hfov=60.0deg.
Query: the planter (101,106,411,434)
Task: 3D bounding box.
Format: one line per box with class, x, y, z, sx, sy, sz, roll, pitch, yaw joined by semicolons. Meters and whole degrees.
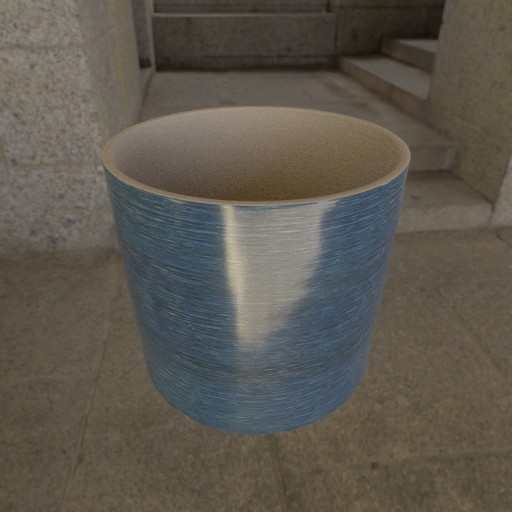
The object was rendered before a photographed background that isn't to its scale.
planter;0.000;0.000;0.384;0.221;0.201;0.221;0;32;0
